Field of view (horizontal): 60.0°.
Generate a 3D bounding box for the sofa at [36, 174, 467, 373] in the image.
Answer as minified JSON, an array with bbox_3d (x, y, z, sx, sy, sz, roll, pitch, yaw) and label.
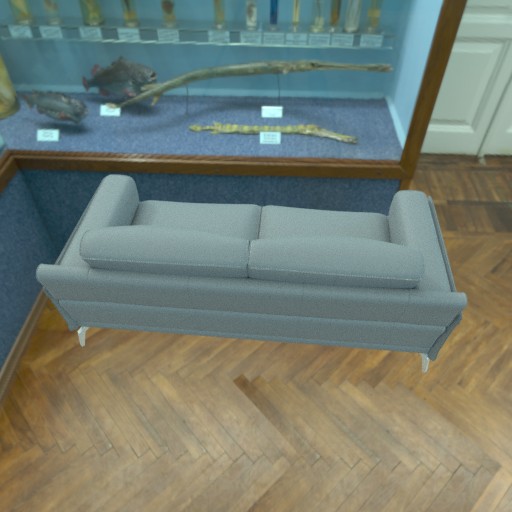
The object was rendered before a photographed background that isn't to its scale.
[{"bbox_3d":[0.000,0.000,2.544,2.100,0.900,0.969,4,46,3],"label":"sofa"}]
